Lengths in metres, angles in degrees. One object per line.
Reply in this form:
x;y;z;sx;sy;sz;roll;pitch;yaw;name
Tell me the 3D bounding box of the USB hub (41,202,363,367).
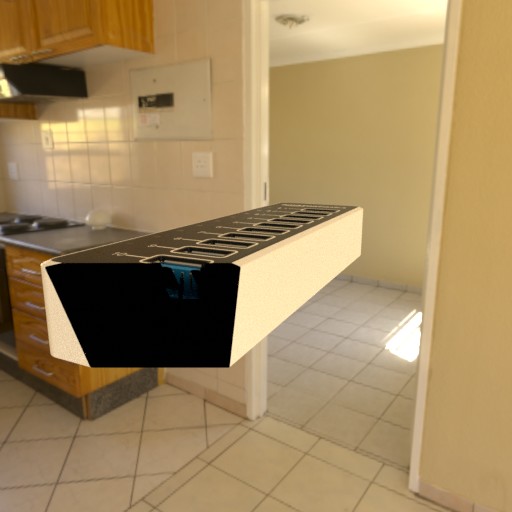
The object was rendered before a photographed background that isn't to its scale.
0.000;0.000;0.158;0.044;0.023;0.145;6;14;25;USB hub
